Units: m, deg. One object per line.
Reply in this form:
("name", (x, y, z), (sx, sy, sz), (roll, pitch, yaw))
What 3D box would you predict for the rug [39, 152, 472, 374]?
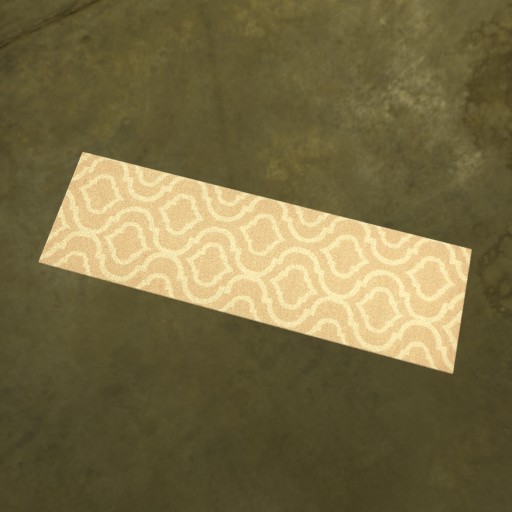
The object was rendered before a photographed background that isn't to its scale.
("rug", (0.000, 0.000, 2.446), (2.289, 0.013, 0.691), (15, 76, 4))
